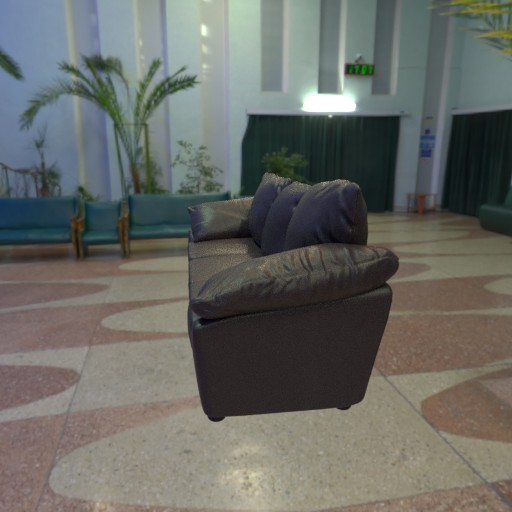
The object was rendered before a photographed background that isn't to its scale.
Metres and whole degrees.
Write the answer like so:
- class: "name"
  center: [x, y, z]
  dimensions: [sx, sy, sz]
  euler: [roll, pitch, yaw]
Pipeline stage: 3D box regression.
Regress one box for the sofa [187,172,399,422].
- class: "sofa"
  center: [0.000, 0.000, 2.897]
  dimensions: [0.907, 1.091, 2.390]
  euler: [-2, 14, -9]
